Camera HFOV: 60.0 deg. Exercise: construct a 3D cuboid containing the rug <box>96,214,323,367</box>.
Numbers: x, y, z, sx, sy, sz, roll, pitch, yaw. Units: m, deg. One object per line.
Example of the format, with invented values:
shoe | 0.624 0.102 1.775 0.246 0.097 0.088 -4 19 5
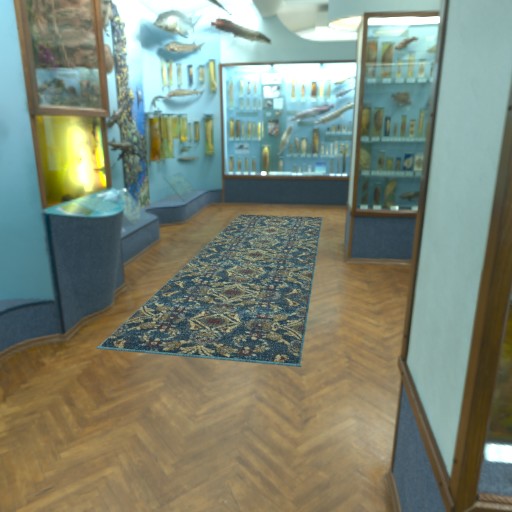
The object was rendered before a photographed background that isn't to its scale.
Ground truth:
rug | 0.000 0.000 2.500 0.685 0.014 2.292 3 17 9
